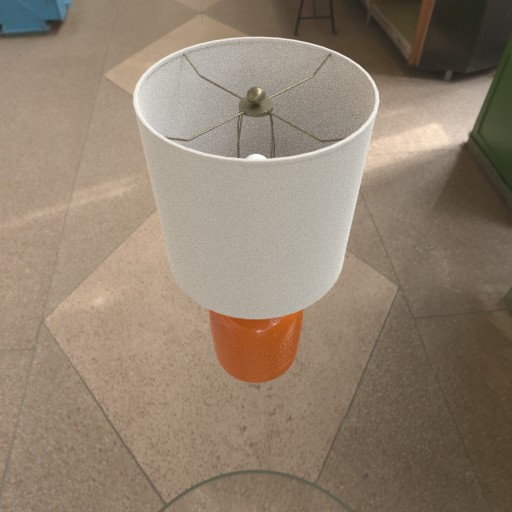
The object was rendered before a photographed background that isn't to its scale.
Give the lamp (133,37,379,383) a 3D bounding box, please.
[{"bbox_3d":[0.000,0.000,1.087,0.418,0.871,0.418,-4,49,-4],"label":"lamp"}]
